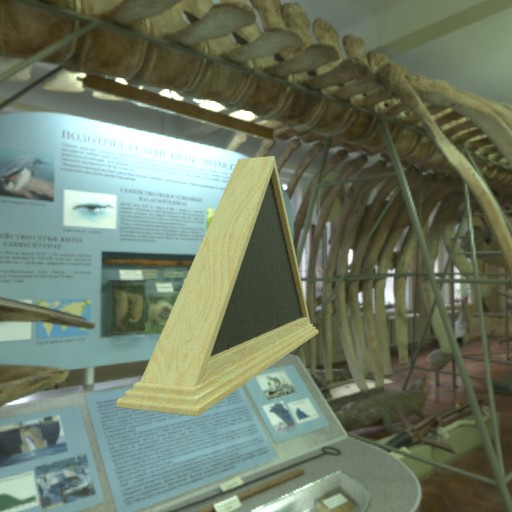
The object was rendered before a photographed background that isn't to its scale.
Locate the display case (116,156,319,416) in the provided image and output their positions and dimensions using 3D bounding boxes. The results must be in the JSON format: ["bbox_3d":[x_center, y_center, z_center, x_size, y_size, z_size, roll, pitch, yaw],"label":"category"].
[{"bbox_3d":[0.000,0.000,0.760,0.095,0.340,0.640,-1,-2,19],"label":"display case"}]
